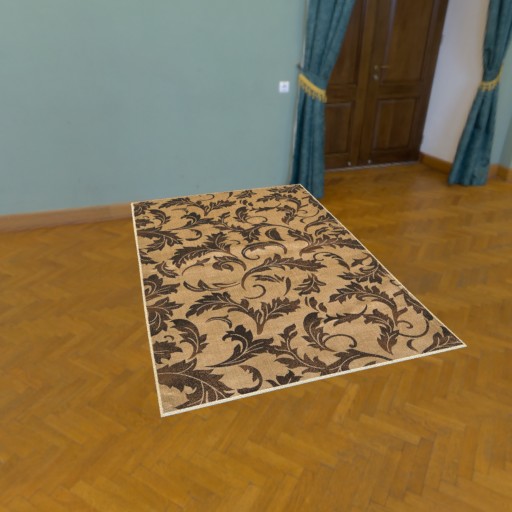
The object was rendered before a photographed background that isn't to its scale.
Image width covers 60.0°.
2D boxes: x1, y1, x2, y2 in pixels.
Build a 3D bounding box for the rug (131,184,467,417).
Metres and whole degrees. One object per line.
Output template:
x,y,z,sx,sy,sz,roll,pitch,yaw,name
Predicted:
0.000,0.000,2.964,1.522,0.008,2.284,-9,32,-14,rug
